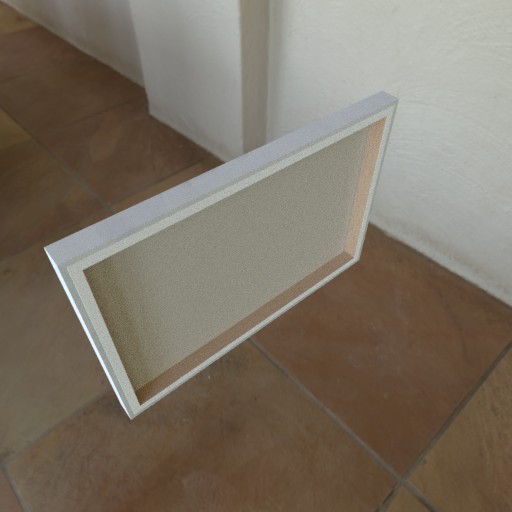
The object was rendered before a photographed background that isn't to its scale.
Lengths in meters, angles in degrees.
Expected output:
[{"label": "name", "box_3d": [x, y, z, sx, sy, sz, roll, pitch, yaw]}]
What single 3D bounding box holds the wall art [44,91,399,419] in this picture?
[{"label": "wall art", "box_3d": [0.000, 0.000, 0.786, 0.609, 0.407, 0.038, -31, 54, -26]}]
